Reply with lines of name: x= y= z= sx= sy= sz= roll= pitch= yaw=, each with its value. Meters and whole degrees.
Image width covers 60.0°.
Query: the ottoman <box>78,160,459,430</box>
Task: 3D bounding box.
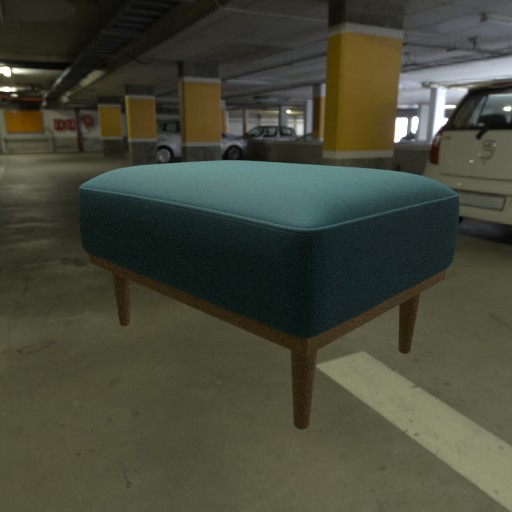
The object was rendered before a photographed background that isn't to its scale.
ottoman: x=0.000 y=0.000 z=1.064 sx=0.749 sy=0.428 sz=0.549 roll=15 pitch=21 yaw=43
